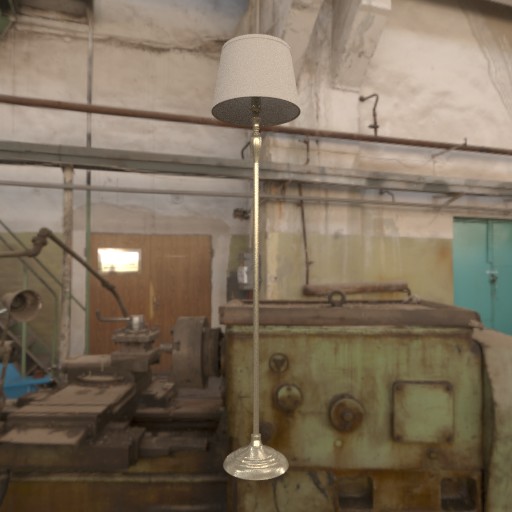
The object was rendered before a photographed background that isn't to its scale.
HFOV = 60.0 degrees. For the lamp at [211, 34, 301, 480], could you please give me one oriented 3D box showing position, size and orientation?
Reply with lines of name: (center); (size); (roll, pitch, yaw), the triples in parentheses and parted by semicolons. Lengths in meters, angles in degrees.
lamp: (0.000, 0.000, 1.618); (0.327, 1.506, 0.327); (0, -1, -16)
